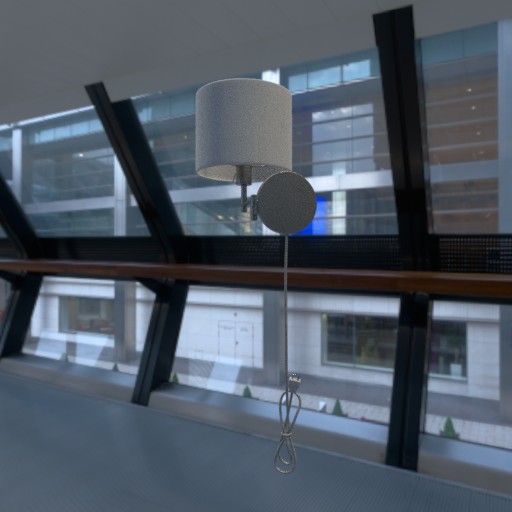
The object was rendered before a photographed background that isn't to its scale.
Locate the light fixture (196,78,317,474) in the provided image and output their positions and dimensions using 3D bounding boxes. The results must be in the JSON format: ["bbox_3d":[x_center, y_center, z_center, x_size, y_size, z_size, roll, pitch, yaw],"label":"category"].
[{"bbox_3d":[0.000,0.000,1.064,0.253,0.842,0.479,0,0,-16],"label":"light fixture"}]
